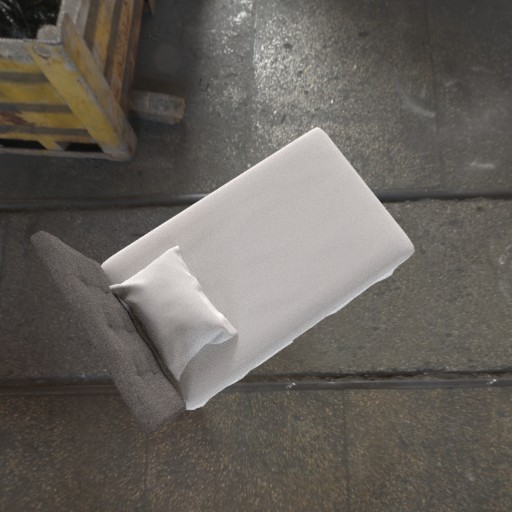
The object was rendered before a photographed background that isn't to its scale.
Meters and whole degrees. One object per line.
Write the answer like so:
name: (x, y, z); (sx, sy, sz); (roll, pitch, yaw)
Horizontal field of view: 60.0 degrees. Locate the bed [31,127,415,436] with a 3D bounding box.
bed: (0.000, 0.000, 2.979); (1.997, 1.571, 1.261); (-34, 79, -7)
